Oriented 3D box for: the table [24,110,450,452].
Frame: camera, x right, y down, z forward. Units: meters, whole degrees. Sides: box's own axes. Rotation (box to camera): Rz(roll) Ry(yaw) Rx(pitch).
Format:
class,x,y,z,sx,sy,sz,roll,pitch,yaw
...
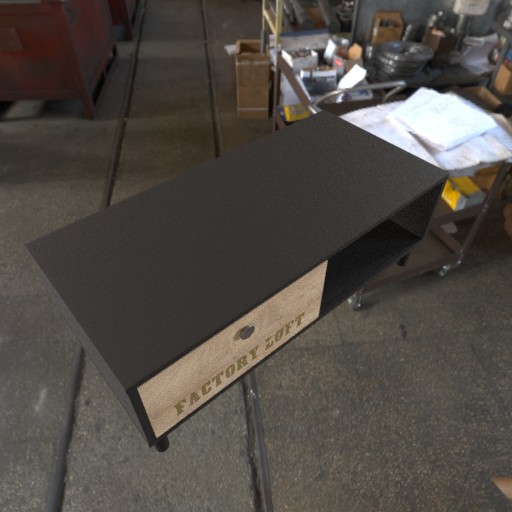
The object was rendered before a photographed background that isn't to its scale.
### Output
class,x,y,z,sx,sy,sz,roll,pitch,yaw
table,0.000,0.000,1.377,1.100,0.400,0.550,-31,53,-27
